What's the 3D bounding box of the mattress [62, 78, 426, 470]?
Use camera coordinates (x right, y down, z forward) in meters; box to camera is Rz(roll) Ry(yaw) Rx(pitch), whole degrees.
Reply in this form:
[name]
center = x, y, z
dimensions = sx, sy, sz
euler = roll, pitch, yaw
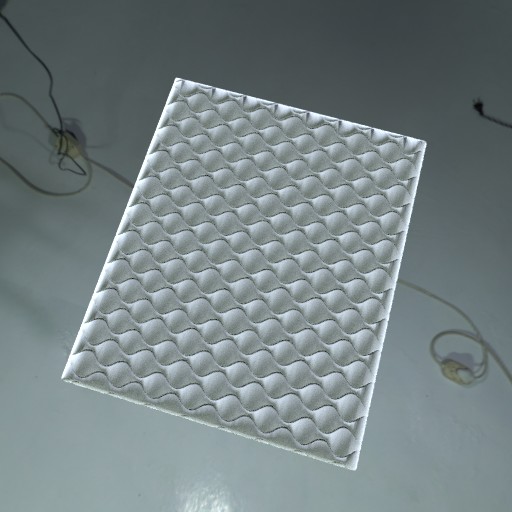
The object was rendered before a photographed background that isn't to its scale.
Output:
[mattress]
center = 0.000, 0.000, 2.562
dimensions = 1.600, 0.200, 1.900
euler = 16, 76, 4
